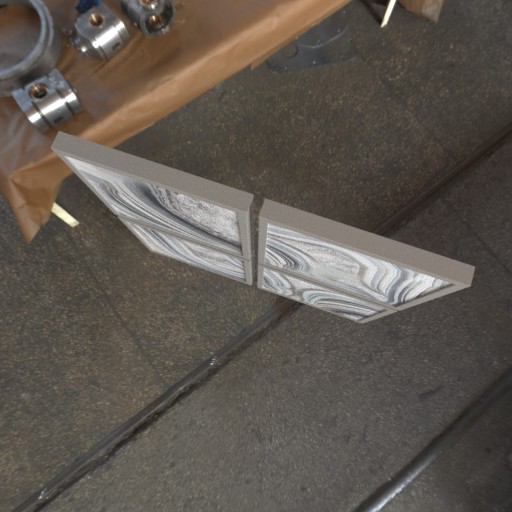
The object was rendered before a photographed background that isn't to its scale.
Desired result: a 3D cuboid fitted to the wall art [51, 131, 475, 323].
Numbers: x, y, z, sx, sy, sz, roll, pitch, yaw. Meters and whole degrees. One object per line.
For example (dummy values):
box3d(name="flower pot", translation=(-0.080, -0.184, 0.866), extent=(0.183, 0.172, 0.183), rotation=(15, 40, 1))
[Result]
box3d(name="wall art", translation=(0.000, 0.000, 0.910), extent=(0.611, 0.611, 0.029), rotation=(19, 77, 4))
